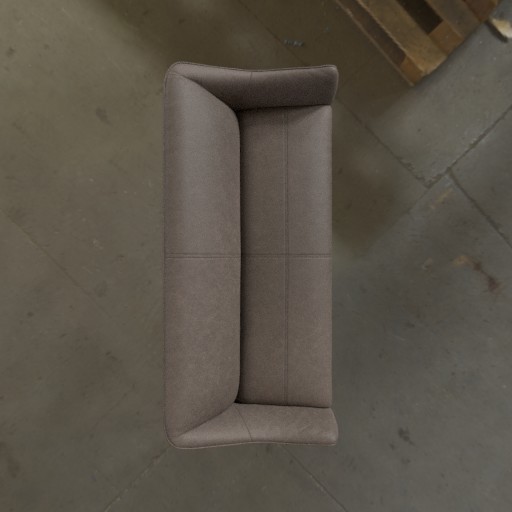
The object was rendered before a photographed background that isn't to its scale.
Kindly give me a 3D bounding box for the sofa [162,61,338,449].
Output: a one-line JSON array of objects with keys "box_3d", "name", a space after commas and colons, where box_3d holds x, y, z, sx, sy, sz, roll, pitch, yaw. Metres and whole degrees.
[{"box_3d": [0.000, 0.000, 2.420, 0.869, 0.831, 1.928, 0, 90, -1], "name": "sofa"}]
